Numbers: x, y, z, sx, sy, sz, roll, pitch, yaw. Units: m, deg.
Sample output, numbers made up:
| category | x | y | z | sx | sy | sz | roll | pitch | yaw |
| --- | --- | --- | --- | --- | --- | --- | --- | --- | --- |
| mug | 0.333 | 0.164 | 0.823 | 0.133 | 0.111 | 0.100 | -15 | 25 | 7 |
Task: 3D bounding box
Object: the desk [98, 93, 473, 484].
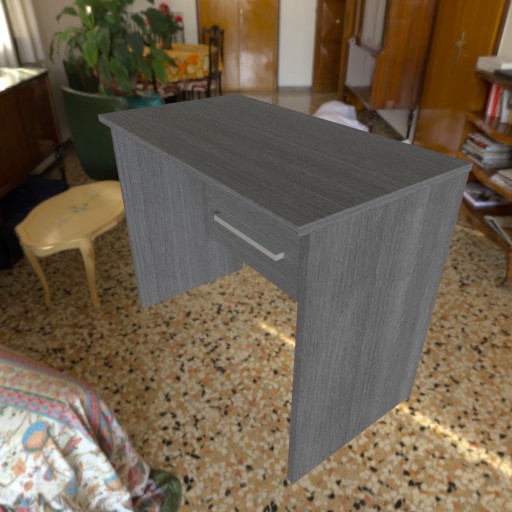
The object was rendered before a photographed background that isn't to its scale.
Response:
| category | x | y | z | sx | sy | sz | roll | pitch | yaw |
| --- | --- | --- | --- | --- | --- | --- | --- | --- | --- |
| desk | 0.000 | 0.000 | 1.318 | 0.498 | 0.724 | 0.893 | -21 | 37 | -31 |
